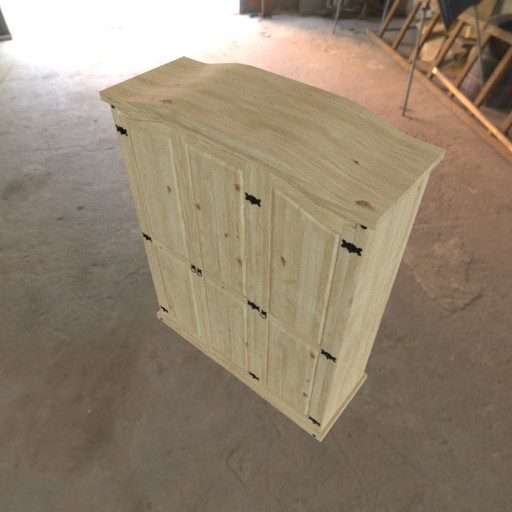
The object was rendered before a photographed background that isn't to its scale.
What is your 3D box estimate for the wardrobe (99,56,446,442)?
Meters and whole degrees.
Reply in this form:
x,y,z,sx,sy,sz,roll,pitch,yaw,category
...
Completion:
x,y,z,sx,sy,sz,roll,pitch,yaw,category
0.000,0.000,2.562,1.500,1.870,0.570,30,53,27,wardrobe
